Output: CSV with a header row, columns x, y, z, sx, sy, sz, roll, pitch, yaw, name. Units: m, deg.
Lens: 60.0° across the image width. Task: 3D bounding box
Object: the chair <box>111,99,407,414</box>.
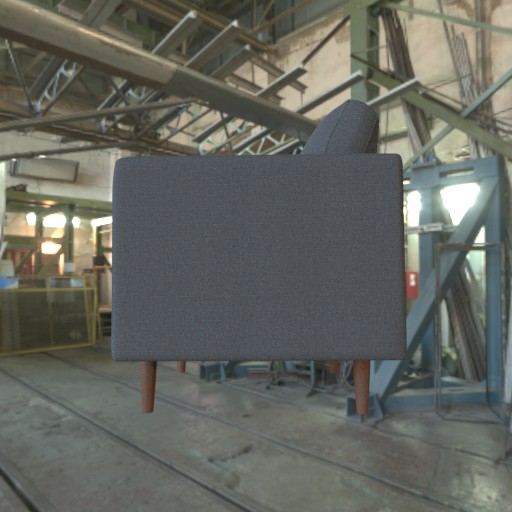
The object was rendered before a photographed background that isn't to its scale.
x,y,z,sx,sy,sz,roll,pitch,yaw,name
0.000,0.000,1.563,0.800,0.927,0.854,0,-2,1,chair
